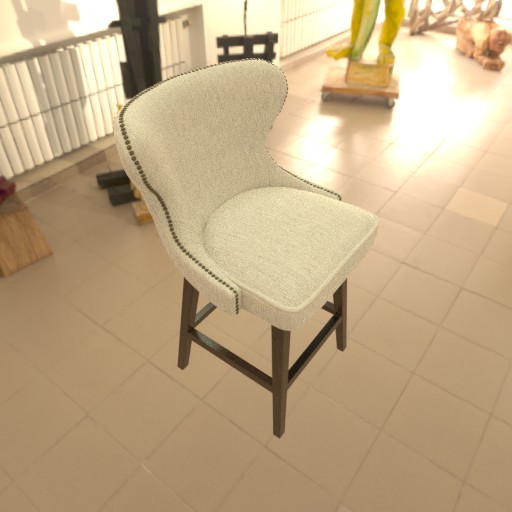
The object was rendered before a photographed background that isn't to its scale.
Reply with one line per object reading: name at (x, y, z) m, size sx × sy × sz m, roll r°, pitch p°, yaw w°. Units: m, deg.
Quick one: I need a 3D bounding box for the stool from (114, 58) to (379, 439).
stool at (0.000, 0.000, 1.363) m, size 0.597 × 0.972 × 0.615 m, roll 26°, pitch 47°, yaw 27°
